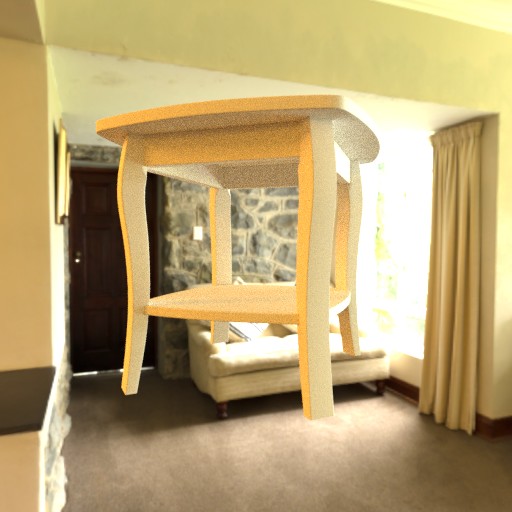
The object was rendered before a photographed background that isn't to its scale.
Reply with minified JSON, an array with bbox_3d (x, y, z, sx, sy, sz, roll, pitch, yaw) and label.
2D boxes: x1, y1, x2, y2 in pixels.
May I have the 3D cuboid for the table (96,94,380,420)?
[{"bbox_3d":[0.000,0.000,0.848,0.451,0.438,0.502,1,2,19],"label":"table"}]
